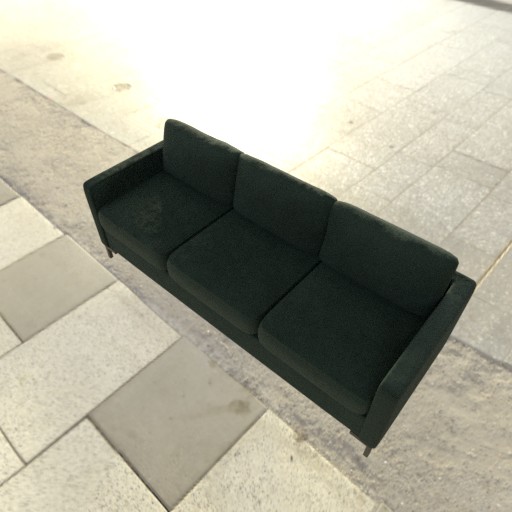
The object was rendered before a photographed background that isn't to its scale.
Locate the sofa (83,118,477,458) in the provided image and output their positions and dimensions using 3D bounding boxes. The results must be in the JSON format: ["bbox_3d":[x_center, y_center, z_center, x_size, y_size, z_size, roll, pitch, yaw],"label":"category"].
[{"bbox_3d":[0.000,0.000,2.654,2.218,0.870,0.859,32,54,27],"label":"sofa"}]
